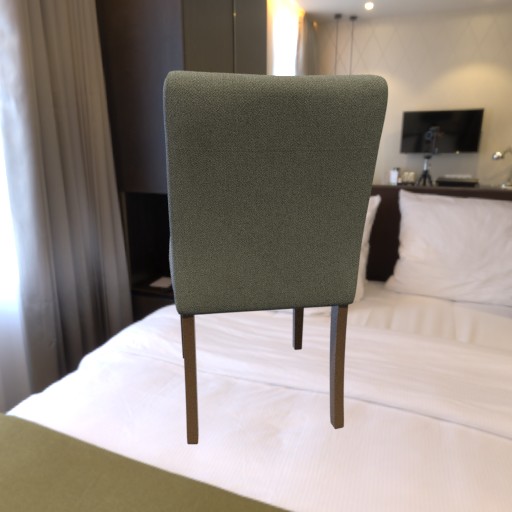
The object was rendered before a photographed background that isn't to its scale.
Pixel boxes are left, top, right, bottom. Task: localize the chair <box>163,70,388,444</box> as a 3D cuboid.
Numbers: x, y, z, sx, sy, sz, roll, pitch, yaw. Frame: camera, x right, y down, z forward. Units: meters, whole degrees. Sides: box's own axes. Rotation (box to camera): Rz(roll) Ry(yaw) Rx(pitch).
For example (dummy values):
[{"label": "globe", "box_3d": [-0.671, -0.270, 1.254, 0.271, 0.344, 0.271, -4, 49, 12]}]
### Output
[{"label": "chair", "box_3d": [0.000, 0.000, 1.231, 0.487, 0.882, 0.629, -2, 15, -9]}]
